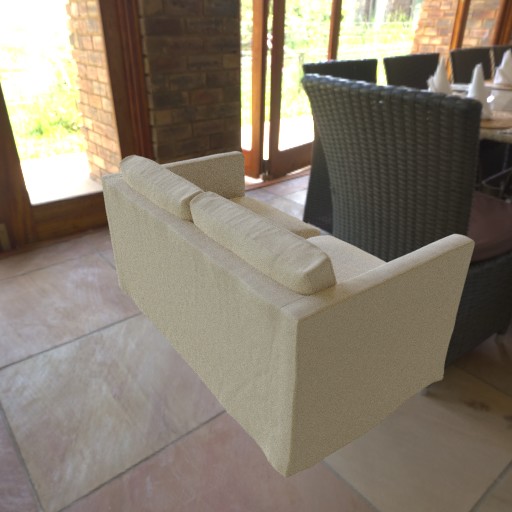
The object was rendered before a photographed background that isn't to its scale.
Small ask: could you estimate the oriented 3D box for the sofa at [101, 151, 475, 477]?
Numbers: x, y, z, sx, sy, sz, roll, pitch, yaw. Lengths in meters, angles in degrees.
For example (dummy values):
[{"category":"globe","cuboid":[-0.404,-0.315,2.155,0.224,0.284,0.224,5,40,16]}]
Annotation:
[{"category":"sofa","cuboid":[0.000,0.000,2.266,0.962,0.834,1.746,-19,33,-31]}]
